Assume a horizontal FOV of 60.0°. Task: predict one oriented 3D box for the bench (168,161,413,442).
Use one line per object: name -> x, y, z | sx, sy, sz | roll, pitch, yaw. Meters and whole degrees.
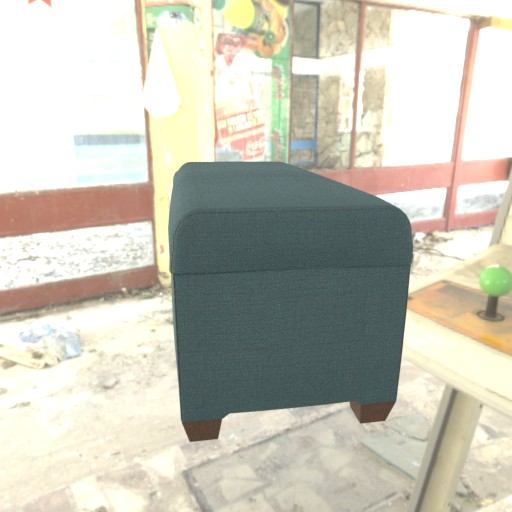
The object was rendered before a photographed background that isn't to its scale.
bench -> 0.000, 0.000, 1.278 | 0.476, 0.474, 0.995 | -3, 17, -9
